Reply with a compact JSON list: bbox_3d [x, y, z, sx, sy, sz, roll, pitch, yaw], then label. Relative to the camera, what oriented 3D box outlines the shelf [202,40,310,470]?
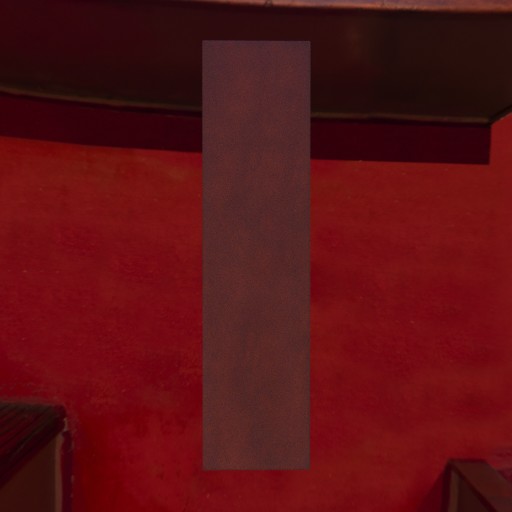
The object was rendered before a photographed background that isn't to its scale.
[{"bbox_3d":[0.000,0.000,0.670,0.152,0.088,0.607,0,90,-1],"label":"shelf"}]
